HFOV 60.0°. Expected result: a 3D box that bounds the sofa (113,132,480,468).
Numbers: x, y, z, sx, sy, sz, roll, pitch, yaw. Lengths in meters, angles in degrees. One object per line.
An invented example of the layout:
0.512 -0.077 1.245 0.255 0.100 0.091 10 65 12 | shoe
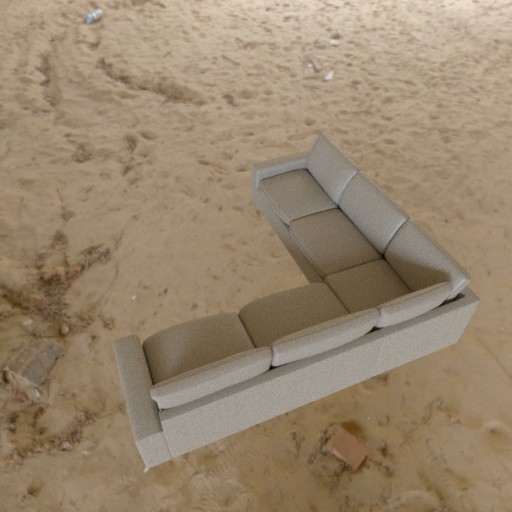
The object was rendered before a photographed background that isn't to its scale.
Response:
0.000 0.000 4.065 2.742 0.800 2.622 -16 47 -16 | sofa
